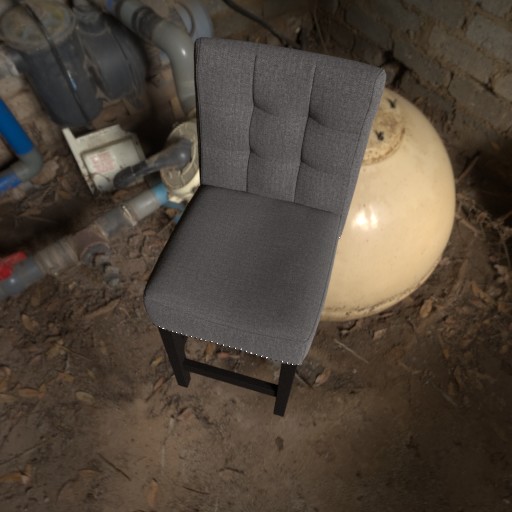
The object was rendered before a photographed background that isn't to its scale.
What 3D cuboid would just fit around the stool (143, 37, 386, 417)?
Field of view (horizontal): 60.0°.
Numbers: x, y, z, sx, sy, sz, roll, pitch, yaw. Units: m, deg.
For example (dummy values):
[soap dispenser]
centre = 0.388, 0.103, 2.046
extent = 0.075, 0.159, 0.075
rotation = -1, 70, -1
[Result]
[stool]
centre = 0.000, 0.000, 1.190
extent = 0.427, 0.885, 0.571
rotation = 14, 59, 9
